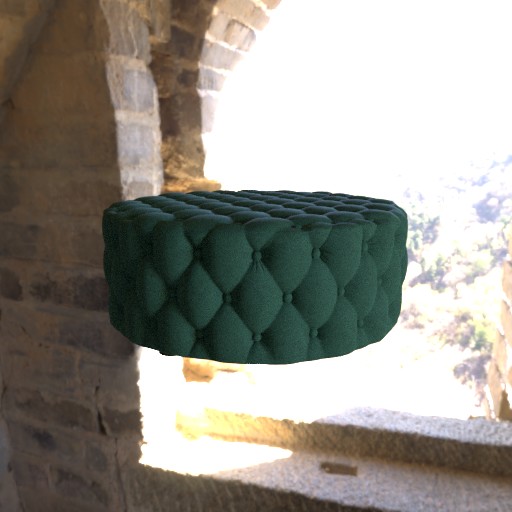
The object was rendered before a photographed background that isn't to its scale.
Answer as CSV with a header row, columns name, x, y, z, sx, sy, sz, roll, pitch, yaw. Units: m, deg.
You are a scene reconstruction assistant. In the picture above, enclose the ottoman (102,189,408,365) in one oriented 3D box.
name,x,y,z,sx,sy,sz,roll,pitch,yaw
ottoman,0.000,0.000,1.530,0.998,0.399,0.998,0,13,0
